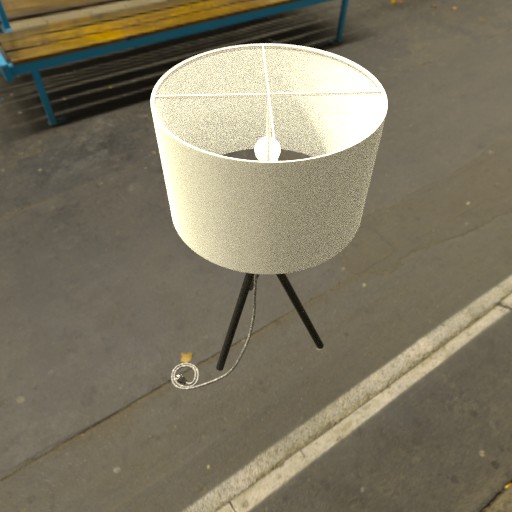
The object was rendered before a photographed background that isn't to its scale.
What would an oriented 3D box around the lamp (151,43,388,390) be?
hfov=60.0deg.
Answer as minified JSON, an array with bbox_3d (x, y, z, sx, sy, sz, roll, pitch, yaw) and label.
[{"bbox_3d":[0.000,0.000,0.901,0.353,0.674,0.422,27,53,22],"label":"lamp"}]
